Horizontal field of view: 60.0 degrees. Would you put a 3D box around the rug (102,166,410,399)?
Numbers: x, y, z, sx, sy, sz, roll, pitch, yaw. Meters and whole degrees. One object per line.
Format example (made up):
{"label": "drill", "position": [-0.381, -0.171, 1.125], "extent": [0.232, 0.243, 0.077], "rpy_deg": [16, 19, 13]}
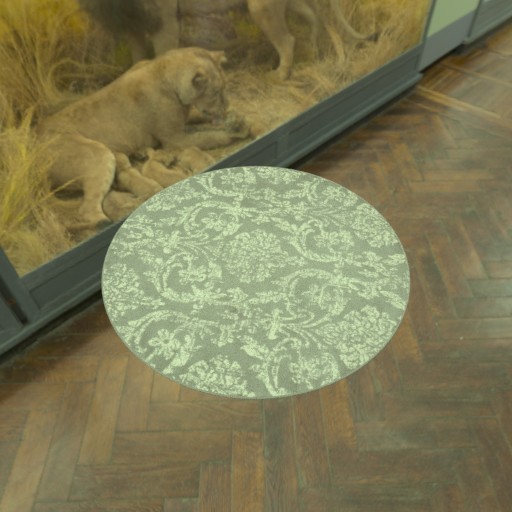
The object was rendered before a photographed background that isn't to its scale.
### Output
{"label": "rug", "position": [0.000, 0.000, 2.348], "extent": [1.593, 0.012, 1.593], "rpy_deg": [0, 47, 0]}
